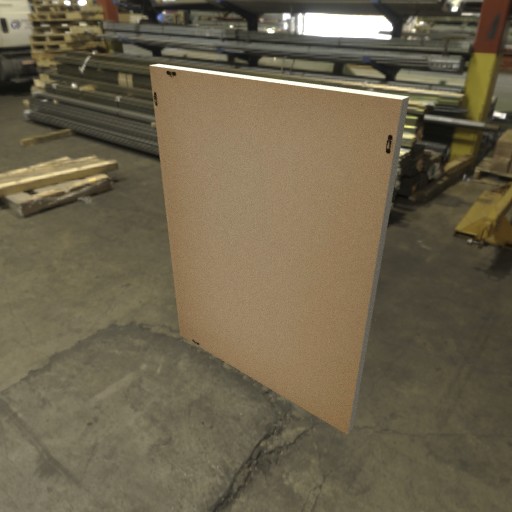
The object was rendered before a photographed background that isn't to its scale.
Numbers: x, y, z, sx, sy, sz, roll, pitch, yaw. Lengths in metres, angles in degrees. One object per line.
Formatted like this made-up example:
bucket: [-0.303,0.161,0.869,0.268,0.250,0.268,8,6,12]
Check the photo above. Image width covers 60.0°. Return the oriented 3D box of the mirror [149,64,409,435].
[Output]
mirror: [0.000,0.000,1.348,0.762,1.016,0.040,22,37,32]
